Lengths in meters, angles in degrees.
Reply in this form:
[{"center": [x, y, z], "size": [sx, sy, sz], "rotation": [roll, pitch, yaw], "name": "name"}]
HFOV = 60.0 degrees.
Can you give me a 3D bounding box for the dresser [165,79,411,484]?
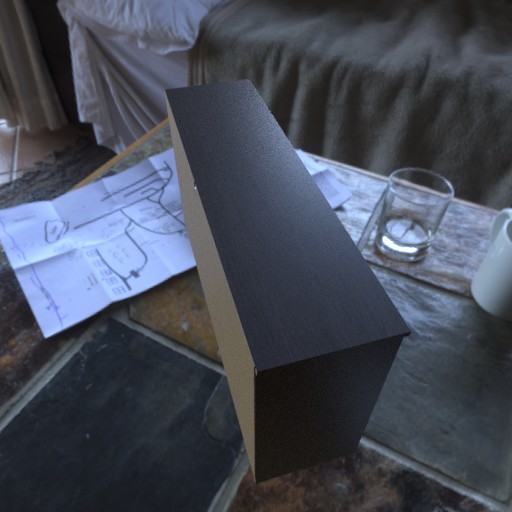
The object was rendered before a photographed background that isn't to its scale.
[{"center": [0.000, 0.000, 1.694], "size": [0.401, 0.755, 1.360], "rotation": [-12, 47, -11], "name": "dresser"}]
